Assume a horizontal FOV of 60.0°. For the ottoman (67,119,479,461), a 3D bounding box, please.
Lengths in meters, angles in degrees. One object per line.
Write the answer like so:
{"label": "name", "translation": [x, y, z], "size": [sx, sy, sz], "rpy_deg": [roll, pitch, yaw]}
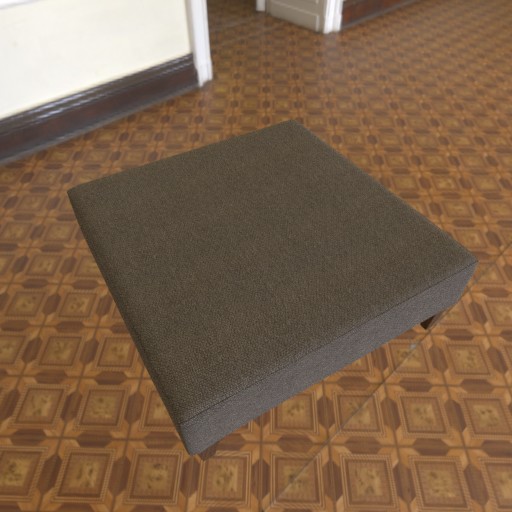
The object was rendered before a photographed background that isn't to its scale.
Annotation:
{"label": "ottoman", "translation": [0.000, 0.000, 1.524], "size": [0.970, 0.378, 0.981], "rpy_deg": [-23, 50, -21]}
